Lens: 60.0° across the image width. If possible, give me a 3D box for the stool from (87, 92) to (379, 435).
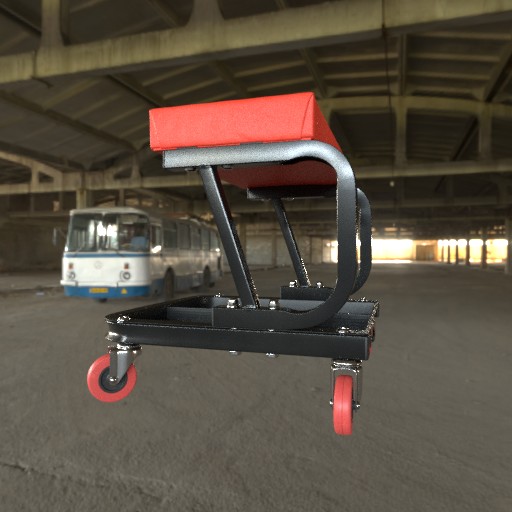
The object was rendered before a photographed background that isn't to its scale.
[{"bbox_3d":[0.000,0.000,0.712,0.371,0.380,0.446,0,1,17],"label":"stool"}]
